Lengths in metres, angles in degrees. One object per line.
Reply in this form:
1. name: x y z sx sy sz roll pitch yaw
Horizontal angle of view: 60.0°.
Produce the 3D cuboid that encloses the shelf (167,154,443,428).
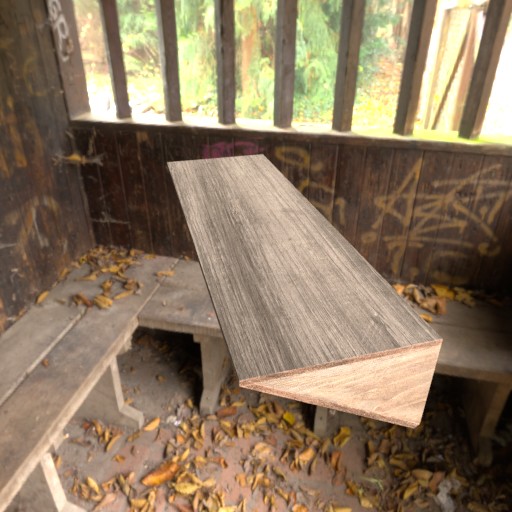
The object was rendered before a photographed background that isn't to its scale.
1. shelf: 0.000 0.000 0.684 0.200 0.125 0.610 -8 31 -13
